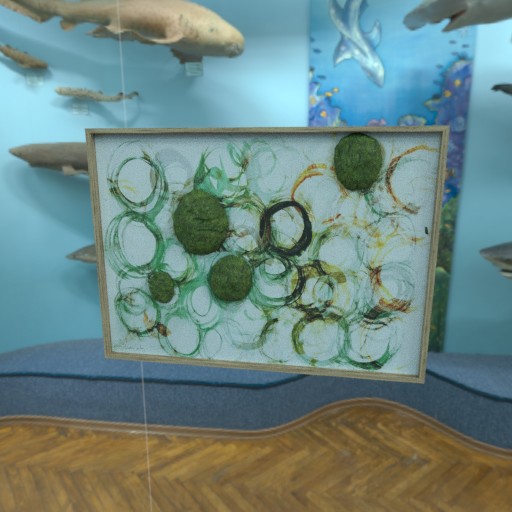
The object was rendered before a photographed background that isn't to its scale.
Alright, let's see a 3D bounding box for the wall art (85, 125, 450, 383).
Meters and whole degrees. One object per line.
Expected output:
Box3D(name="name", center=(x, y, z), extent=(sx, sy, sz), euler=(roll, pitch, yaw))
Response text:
Box3D(name="wall art", center=(0.000, 0.000, 1.092), extent=(0.841, 0.609, 0.063), euler=(2, 14, 9))
